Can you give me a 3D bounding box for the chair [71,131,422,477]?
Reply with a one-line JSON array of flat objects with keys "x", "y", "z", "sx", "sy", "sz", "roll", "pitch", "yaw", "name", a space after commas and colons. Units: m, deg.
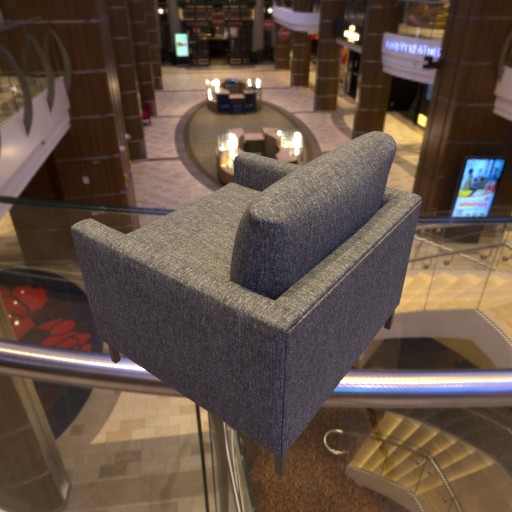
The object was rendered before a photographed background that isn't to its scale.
[{"x": 0.000, "y": 0.000, "z": 1.647, "sx": 0.866, "sy": 0.861, "sz": 0.963, "roll": 21, "pitch": 38, "yaw": 31, "name": "chair"}]
